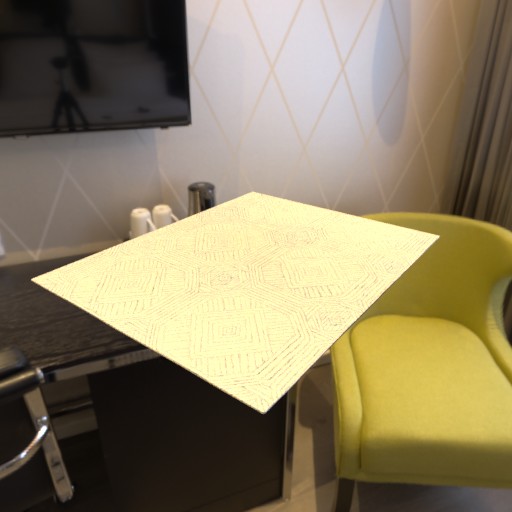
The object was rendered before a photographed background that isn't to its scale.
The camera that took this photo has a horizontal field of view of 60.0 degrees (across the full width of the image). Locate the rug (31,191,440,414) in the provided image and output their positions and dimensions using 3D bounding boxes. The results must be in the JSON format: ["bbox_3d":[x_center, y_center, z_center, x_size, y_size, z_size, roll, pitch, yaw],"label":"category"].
[{"bbox_3d":[0.000,0.000,4.154,2.457,0.015,3.049,19,31,33],"label":"rug"}]
